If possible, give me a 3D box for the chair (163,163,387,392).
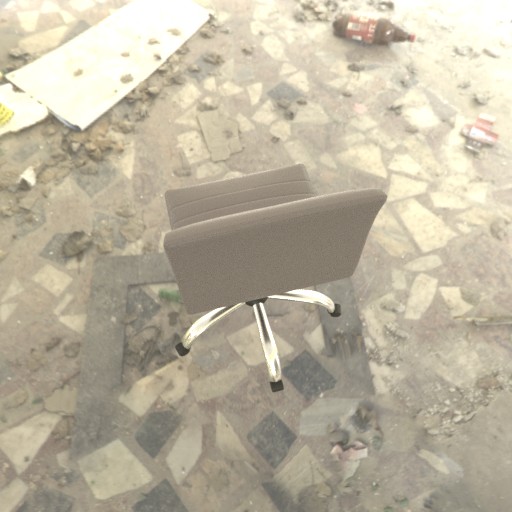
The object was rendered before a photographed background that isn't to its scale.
[{"bbox_3d":[0.000,0.000,1.142,0.556,0.780,0.530,-13,61,-7],"label":"chair"}]
